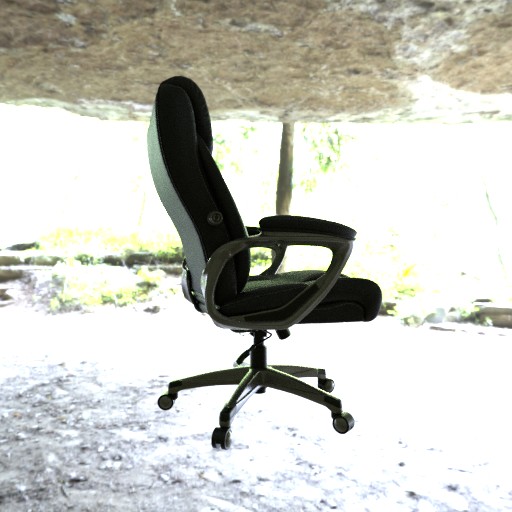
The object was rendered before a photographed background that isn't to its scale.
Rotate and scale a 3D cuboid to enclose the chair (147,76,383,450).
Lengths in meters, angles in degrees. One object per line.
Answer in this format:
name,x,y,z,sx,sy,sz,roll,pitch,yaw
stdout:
chair,0.000,0.000,1.690,0.784,1.167,0.741,0,1,-17
